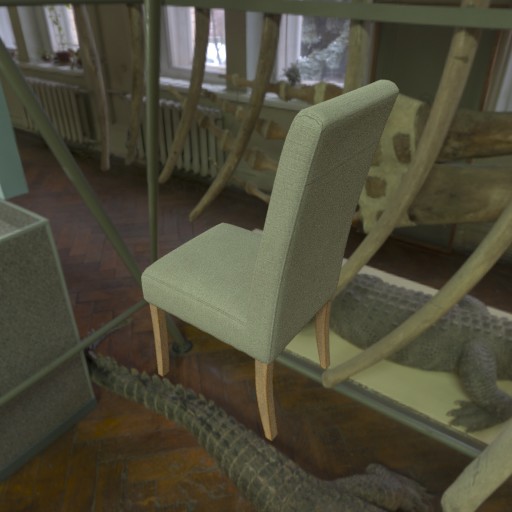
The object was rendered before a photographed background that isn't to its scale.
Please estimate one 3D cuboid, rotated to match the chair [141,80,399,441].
[{"bbox_3d":[0.000,0.000,1.384,0.611,1.033,0.450,20,36,29],"label":"chair"}]
